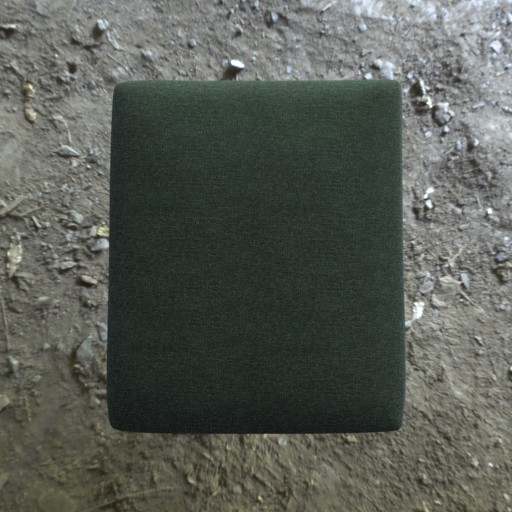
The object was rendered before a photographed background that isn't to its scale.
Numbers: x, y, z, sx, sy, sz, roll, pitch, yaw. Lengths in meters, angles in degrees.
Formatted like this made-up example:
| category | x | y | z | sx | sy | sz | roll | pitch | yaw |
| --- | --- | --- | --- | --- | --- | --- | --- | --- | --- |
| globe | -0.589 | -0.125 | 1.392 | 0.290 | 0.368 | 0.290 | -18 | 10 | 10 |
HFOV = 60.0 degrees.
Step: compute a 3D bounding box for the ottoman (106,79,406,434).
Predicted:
| category | x | y | z | sx | sy | sz | roll | pitch | yaw |
| --- | --- | --- | --- | --- | --- | --- | --- | --- | --- |
| ottoman | 0.000 | 0.000 | 1.231 | 0.695 | 0.533 | 0.831 | 0 | 89 | 0 |
